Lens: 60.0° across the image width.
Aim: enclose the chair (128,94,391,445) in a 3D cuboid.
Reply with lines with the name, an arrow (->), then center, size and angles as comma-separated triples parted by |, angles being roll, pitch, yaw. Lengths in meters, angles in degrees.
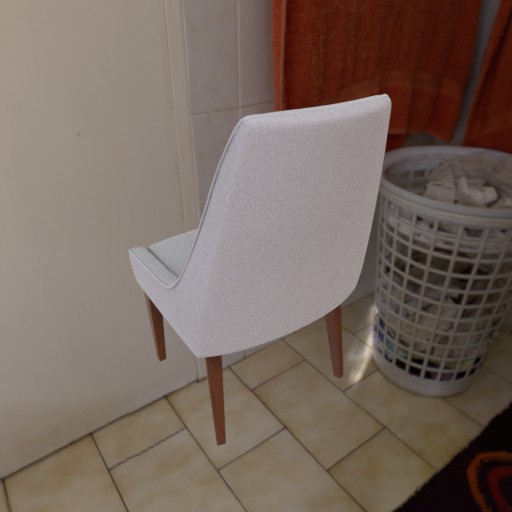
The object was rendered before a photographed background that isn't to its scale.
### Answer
chair -> 0.000, 0.000, 1.181 | 0.529, 0.861, 0.544 | -19, 35, -29
